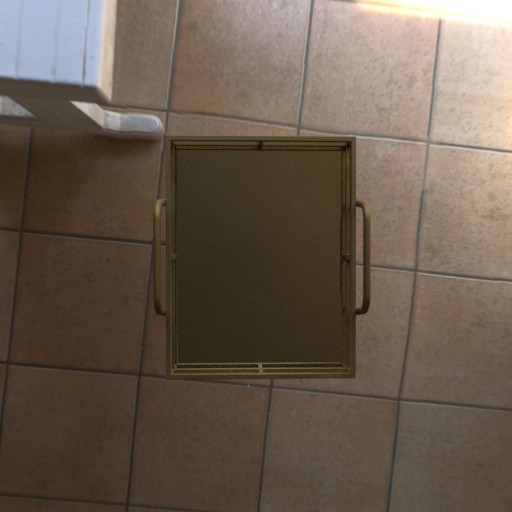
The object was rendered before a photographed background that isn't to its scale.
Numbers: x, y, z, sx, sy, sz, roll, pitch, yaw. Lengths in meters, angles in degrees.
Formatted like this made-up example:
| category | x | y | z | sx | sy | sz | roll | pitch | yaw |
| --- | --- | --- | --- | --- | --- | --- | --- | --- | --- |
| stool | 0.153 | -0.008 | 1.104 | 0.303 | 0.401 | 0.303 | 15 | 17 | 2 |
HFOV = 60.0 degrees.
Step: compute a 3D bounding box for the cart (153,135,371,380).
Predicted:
| category | x | y | z | sx | sy | sz | roll | pitch | yaw |
| --- | --- | --- | --- | --- | --- | --- | --- | --- | --- |
| cart | 0.000 | 0.000 | 1.267 | 0.441 | 0.883 | 0.711 | 0 | 90 | -2 |
